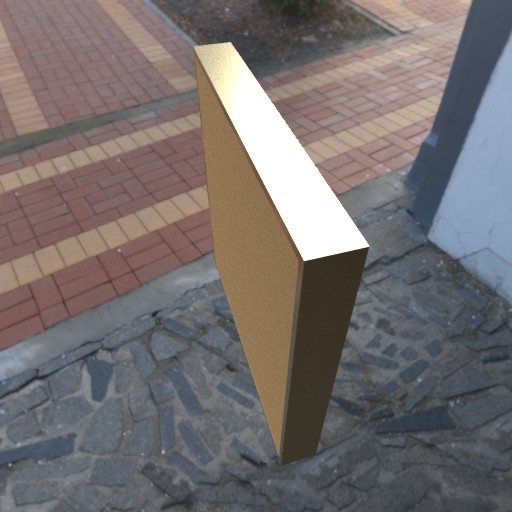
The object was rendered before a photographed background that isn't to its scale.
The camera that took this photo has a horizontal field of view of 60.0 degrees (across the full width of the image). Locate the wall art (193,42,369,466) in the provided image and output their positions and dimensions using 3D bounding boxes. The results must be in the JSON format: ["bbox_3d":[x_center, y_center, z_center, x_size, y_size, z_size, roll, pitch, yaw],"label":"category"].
[{"bbox_3d":[0.000,0.000,0.449,0.038,0.304,0.304,-12,47,-12],"label":"wall art"}]
